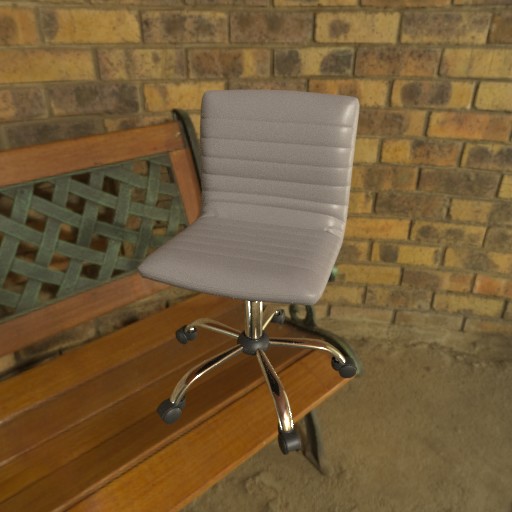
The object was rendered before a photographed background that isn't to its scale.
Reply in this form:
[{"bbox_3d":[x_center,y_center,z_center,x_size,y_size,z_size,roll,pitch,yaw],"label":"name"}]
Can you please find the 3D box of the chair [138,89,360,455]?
[{"bbox_3d":[0.000,0.000,1.125,0.569,0.750,0.542,8,29,15],"label":"chair"}]
